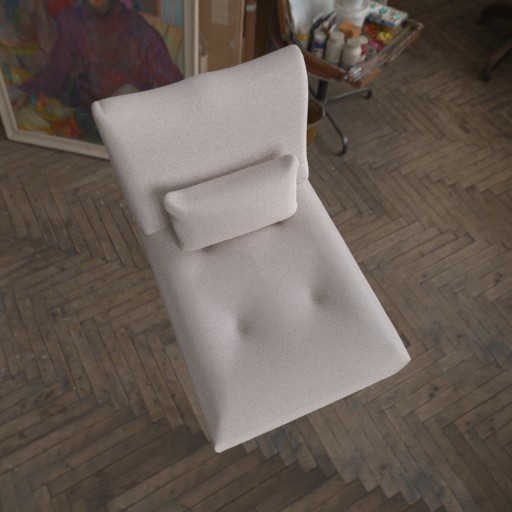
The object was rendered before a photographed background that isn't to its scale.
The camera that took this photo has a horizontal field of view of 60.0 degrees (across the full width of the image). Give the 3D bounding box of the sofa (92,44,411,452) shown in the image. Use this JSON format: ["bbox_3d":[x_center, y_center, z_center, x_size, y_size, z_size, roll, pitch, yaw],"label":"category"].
[{"bbox_3d":[0.000,0.000,1.506,0.700,0.820,1.000,-20,65,-10],"label":"sofa"}]
